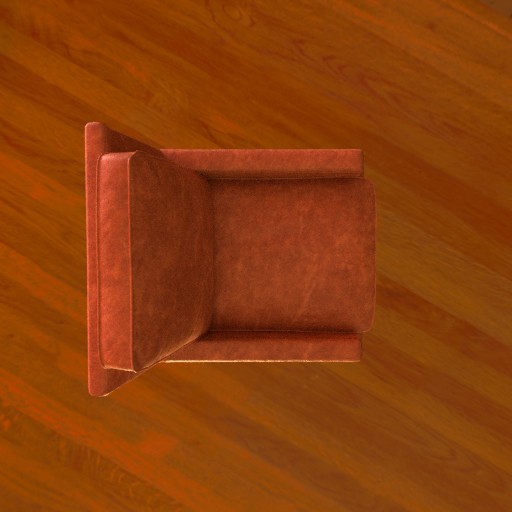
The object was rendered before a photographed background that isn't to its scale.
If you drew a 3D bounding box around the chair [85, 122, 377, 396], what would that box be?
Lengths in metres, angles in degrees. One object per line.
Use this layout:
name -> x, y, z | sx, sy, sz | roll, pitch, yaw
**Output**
chair -> 0.000, 0.000, 1.805 | 1.035, 1.054, 0.854 | 0, 92, 1
